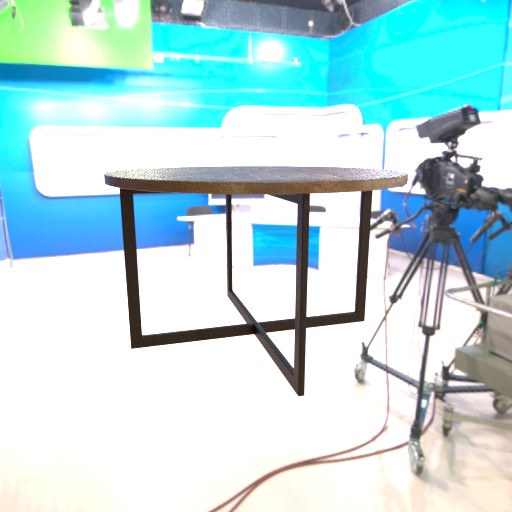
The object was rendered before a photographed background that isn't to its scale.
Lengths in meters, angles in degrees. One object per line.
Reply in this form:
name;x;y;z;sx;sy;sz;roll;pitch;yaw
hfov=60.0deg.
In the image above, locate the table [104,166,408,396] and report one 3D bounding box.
table;0.000;0.000;2.029;1.264;0.762;1.264;0;14;0
